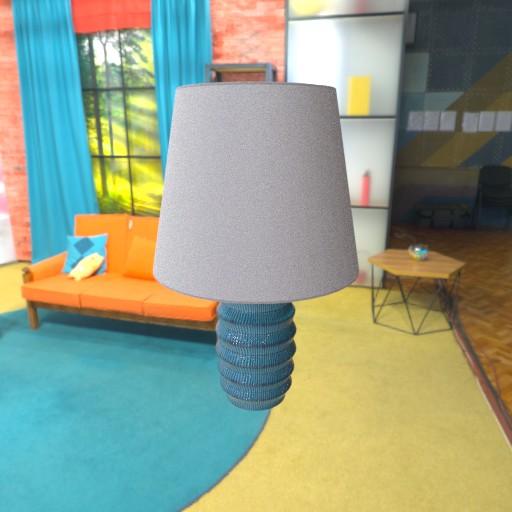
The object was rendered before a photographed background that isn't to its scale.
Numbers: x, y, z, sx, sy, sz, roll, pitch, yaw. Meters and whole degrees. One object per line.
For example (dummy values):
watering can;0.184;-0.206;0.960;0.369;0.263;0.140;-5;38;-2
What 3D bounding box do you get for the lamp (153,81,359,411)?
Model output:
lamp;0.000;0.000;0.556;0.254;0.392;0.254;0;16;0
